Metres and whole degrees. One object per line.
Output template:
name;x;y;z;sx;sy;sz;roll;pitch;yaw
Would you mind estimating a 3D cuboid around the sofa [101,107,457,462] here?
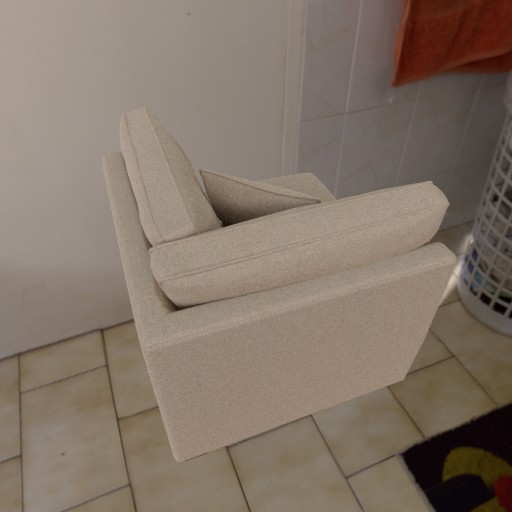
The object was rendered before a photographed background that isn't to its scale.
sofa;0.000;0.000;1.946;1.084;1.002;1.146;-14;45;-15
